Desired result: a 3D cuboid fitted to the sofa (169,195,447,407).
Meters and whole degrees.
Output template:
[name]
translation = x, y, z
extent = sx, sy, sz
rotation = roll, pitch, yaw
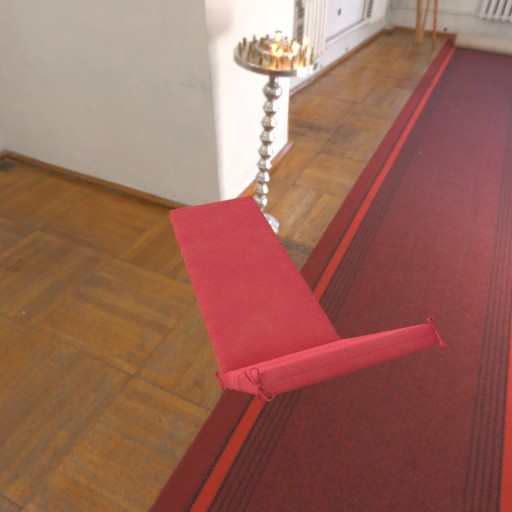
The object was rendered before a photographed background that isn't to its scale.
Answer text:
[sofa]
translation = 0.000, 0.000, 1.907
extent = 0.582, 0.622, 1.663
rotation = -13, 42, -14
